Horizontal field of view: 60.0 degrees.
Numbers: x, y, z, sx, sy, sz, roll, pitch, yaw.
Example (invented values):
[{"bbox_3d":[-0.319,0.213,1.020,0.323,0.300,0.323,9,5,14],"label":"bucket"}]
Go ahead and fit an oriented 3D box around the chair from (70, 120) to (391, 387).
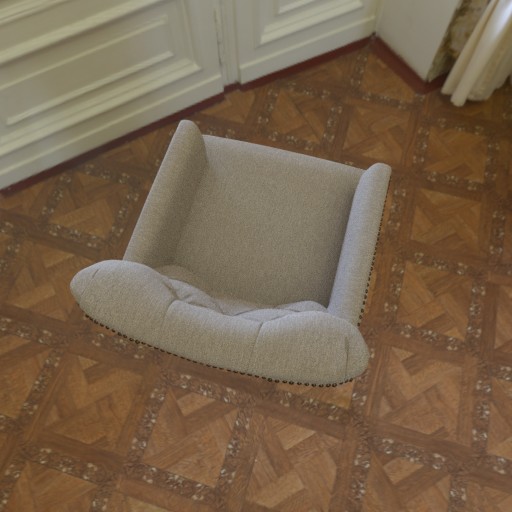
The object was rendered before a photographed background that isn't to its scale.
[{"bbox_3d":[0.000,0.000,1.498,0.737,0.823,0.902,14,66,6],"label":"chair"}]
